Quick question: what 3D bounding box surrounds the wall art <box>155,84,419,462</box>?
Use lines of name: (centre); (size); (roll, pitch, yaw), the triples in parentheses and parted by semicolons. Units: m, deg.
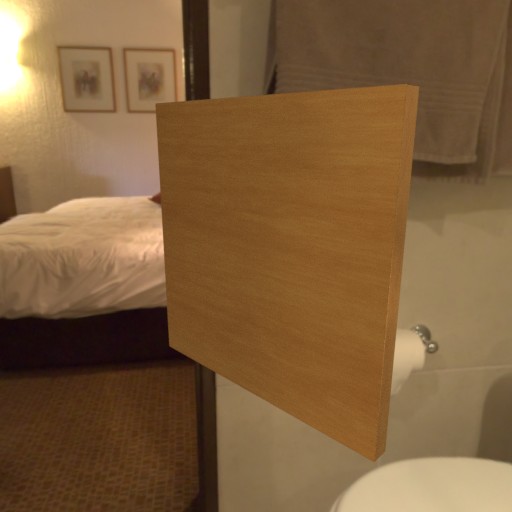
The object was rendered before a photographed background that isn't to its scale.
wall art: (0.000, 0.000, 0.446); (0.302, 0.302, 0.019); (15, 22, 43)
